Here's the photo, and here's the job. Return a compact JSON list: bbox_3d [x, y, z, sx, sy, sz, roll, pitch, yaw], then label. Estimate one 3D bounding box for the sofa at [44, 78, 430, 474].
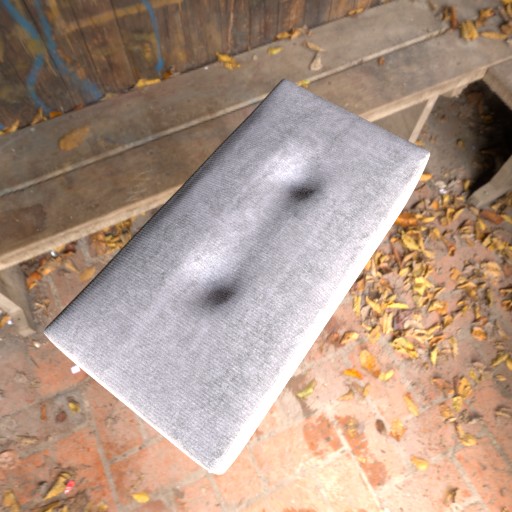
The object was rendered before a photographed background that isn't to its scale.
[{"bbox_3d":[0.000,0.000,1.144,0.480,0.330,0.930,33,68,15],"label":"sofa"}]
